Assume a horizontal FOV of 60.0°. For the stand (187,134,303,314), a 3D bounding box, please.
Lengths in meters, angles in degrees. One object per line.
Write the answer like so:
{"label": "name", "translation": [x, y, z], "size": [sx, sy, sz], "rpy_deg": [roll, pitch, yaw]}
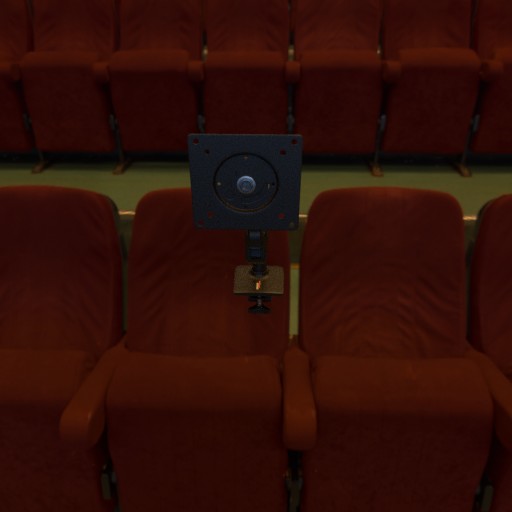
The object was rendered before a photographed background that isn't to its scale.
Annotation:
{"label": "stand", "translation": [0.000, 0.000, 1.017], "size": [0.152, 0.713, 0.650], "rpy_deg": [1, 29, 2]}
